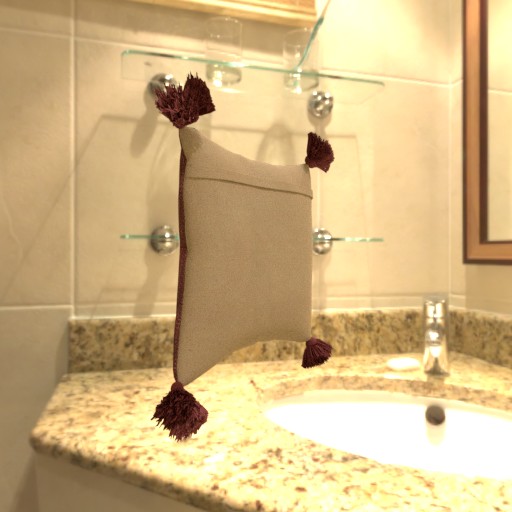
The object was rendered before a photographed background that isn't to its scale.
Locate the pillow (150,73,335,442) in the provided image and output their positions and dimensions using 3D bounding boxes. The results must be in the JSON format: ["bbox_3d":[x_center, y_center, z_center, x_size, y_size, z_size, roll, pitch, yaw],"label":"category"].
[{"bbox_3d":[0.000,0.000,0.999,0.138,0.659,0.641,0,0,37],"label":"pillow"}]
